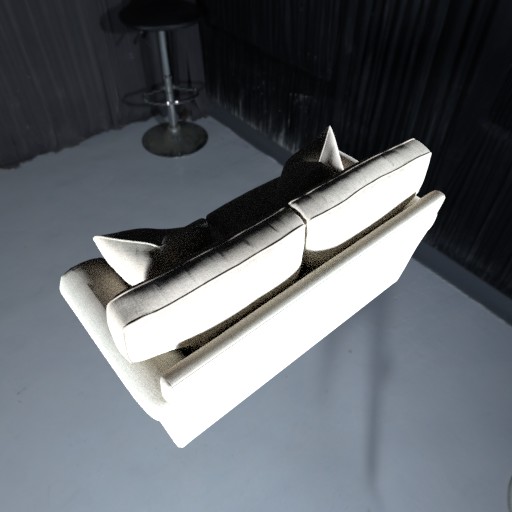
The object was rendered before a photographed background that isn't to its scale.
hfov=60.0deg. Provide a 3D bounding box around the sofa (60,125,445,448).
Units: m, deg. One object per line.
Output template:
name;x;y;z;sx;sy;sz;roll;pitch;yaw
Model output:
sofa;0.000;0.000;2.212;1.701;0.966;0.966;-31;54;-26
